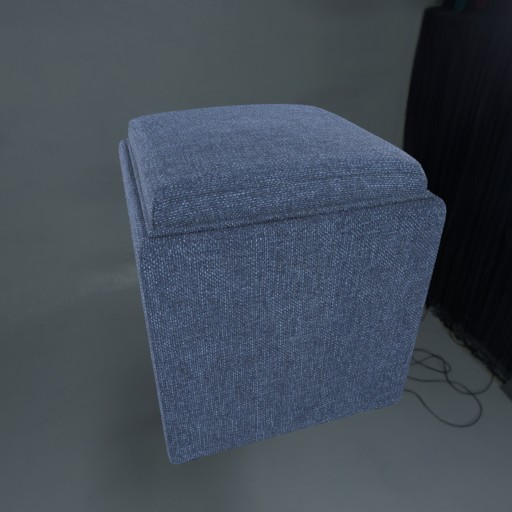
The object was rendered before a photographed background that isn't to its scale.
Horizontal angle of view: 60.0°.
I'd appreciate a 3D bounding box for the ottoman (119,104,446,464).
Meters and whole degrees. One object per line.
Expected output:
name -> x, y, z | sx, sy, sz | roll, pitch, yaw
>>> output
ottoman -> 0.000, 0.000, 0.840 | 0.436, 0.493, 0.454 | -9, 32, -15
